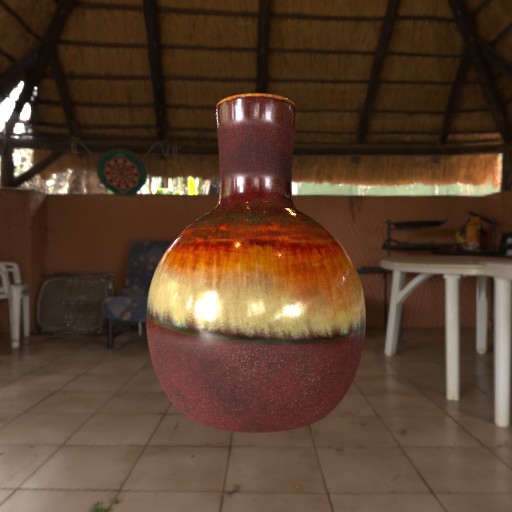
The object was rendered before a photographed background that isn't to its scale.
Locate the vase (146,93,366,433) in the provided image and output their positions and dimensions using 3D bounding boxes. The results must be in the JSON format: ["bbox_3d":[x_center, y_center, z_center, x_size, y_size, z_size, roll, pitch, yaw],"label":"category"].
[{"bbox_3d":[0.000,0.000,0.230,0.111,0.154,0.111,0,1,0],"label":"vase"}]
